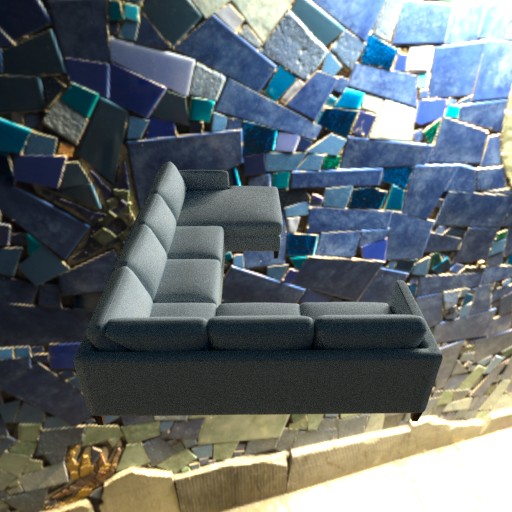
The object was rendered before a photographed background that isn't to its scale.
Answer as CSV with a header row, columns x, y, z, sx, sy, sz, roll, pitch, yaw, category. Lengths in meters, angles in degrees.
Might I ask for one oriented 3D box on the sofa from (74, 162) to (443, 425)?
x,y,z,sx,sy,sz,roll,pitch,yaw,category
0.000,0.000,4.531,2.551,0.889,3.403,0,33,-1,sofa
